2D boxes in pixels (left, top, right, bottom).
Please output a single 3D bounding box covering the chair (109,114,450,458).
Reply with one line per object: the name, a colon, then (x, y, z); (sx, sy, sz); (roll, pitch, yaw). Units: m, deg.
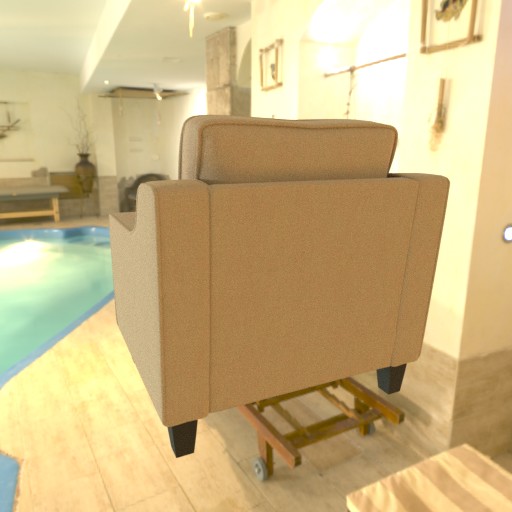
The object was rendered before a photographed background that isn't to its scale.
chair: (0.000, 0.000, 1.627); (0.922, 0.948, 0.882); (-6, 15, -25)
